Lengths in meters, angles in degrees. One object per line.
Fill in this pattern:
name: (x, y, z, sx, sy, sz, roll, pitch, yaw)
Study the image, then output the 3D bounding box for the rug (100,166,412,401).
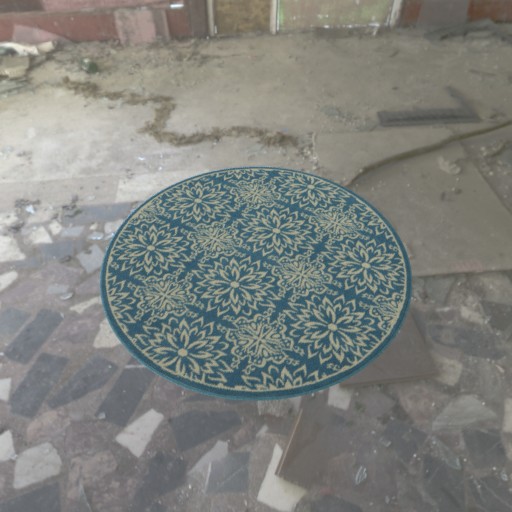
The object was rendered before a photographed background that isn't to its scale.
rug: (0.000, 0.000, 2.322, 1.593, 0.012, 1.593, 0, 47, 0)
